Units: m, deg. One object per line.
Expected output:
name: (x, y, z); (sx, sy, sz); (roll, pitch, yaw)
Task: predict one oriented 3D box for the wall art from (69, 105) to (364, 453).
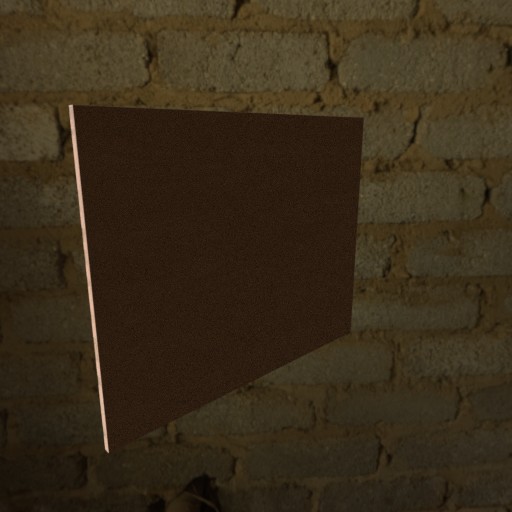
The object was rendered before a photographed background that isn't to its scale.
wall art: (0.000, 0.000, 0.664); (0.508, 0.408, 0.010); (-14, 21, -41)
